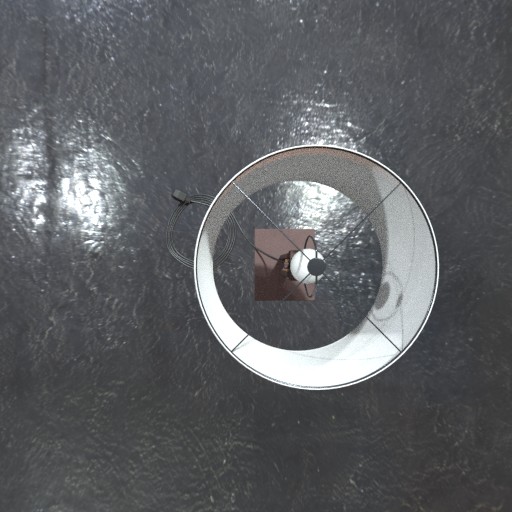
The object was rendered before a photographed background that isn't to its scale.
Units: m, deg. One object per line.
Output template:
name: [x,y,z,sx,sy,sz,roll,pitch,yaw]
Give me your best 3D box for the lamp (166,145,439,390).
lamp: [0.000,0.000,0.972,0.525,0.668,0.396,0,89,0]
